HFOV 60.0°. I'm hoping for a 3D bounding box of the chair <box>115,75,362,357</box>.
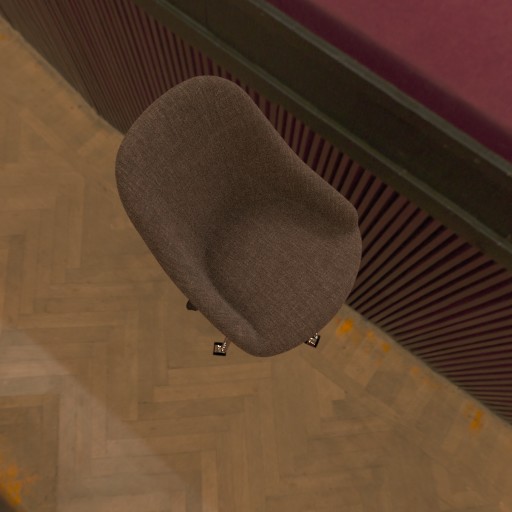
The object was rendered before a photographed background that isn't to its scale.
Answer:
[{"bbox_3d":[0.000,0.000,1.450,0.712,0.950,0.671,39,78,10],"label":"chair"}]
